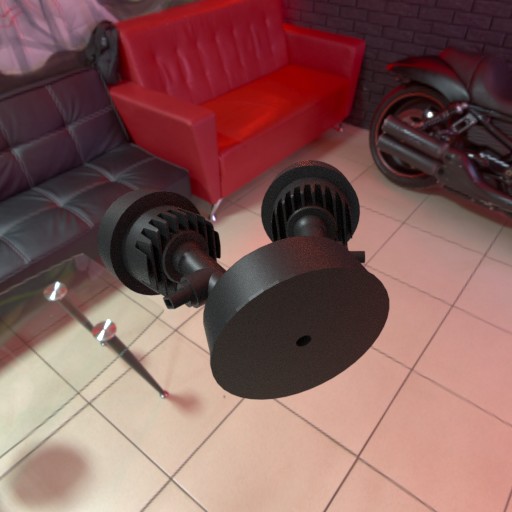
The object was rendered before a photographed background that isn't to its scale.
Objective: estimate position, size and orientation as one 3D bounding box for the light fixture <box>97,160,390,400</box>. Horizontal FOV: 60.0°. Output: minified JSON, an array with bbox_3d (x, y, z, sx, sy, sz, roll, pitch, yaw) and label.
[{"bbox_3d":[0.000,0.000,0.314,0.213,0.120,0.168,-13,43,-14],"label":"light fixture"}]
